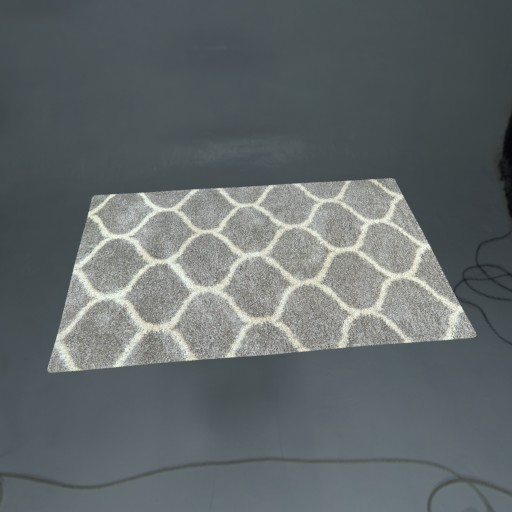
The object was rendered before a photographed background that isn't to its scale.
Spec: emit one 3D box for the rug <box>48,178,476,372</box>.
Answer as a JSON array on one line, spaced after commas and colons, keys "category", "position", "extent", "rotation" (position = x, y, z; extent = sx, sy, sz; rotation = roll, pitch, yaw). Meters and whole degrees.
[{"category": "rug", "position": [0.000, 0.000, 2.927], "extent": [2.348, 0.025, 1.501], "rotation": [-4, 46, -4]}]
